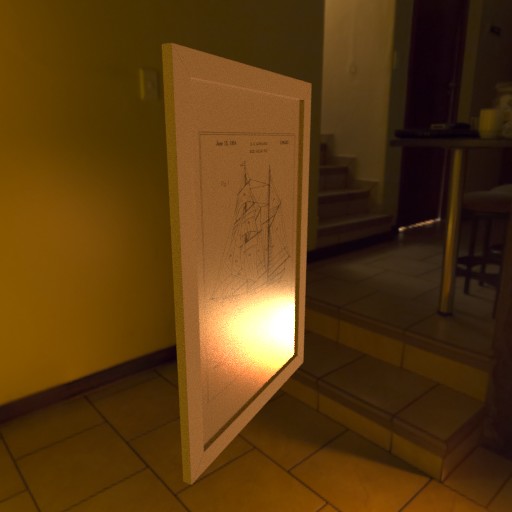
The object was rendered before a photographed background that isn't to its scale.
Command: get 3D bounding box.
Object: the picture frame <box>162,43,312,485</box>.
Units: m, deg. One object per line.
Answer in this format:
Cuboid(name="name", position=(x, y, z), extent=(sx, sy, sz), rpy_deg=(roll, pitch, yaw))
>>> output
Cuboid(name="picture frame", position=(0.000, 0.000, 0.584), extent=(0.011, 0.459, 0.326), rpy_deg=(8, 17, 28))
